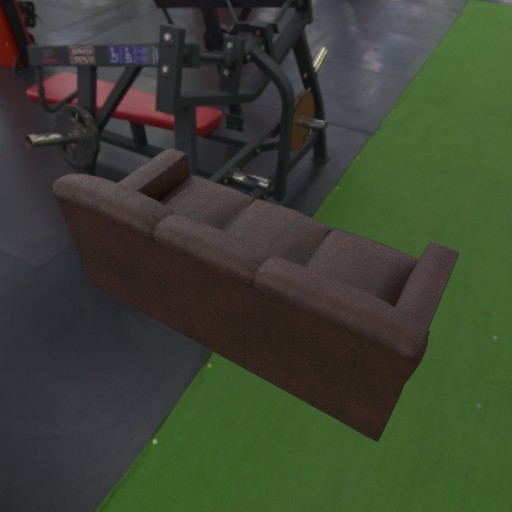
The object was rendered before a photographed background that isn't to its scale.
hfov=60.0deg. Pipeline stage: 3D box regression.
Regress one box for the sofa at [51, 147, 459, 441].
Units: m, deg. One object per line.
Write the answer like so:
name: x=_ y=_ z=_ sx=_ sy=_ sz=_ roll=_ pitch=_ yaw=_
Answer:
sofa: x=0.000 y=0.000 z=2.582 sx=2.039 sy=0.953 sz=1.008 roll=23 pitch=49 yaw=22
